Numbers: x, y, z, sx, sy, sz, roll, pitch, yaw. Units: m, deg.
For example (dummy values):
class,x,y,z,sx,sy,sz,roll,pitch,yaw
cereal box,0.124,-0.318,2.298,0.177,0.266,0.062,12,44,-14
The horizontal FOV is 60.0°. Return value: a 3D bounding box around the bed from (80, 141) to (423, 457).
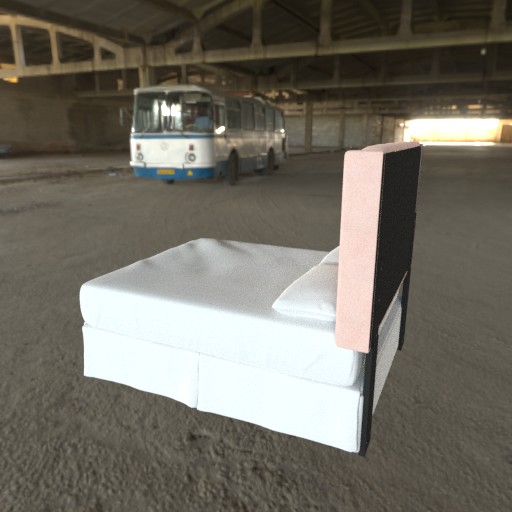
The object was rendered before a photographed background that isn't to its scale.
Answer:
class,x,y,z,sx,sy,sz,roll,pitch,yaw
bed,0.000,0.000,3.323,2.066,1.665,1.719,7,17,25
